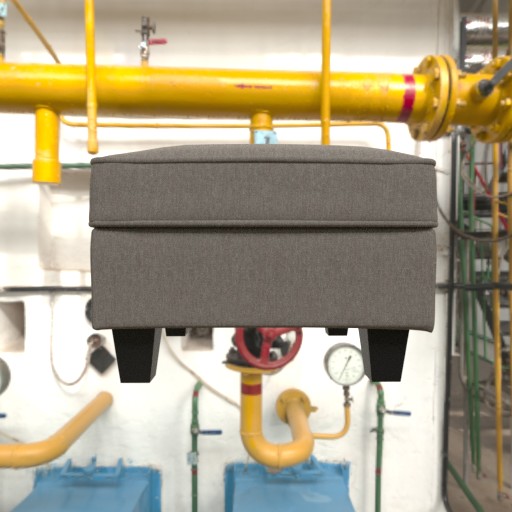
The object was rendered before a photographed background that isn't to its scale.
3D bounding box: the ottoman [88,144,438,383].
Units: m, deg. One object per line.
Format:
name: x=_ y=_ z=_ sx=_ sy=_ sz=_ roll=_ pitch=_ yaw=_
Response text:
ottoman: x=0.000 y=0.000 z=1.409 sx=0.871 sy=0.612 sz=0.808 roll=0 pitch=1 yaw=-1
